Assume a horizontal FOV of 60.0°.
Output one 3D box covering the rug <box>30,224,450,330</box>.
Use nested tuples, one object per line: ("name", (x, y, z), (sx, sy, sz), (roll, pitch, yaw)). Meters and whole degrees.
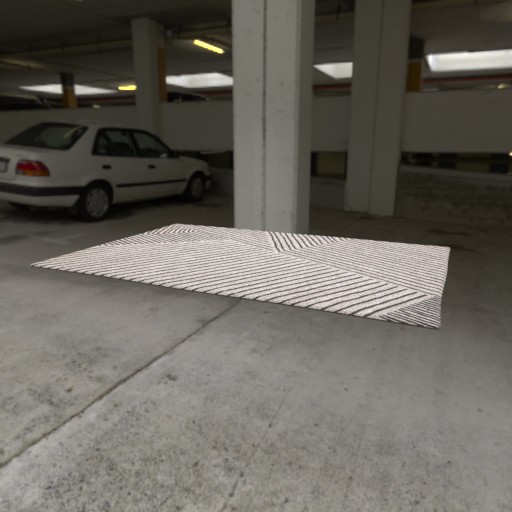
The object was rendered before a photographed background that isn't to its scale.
("rug", (0.000, 0.000, 2.315), (1.842, 0.019, 1.237), (6, 16, 23))
